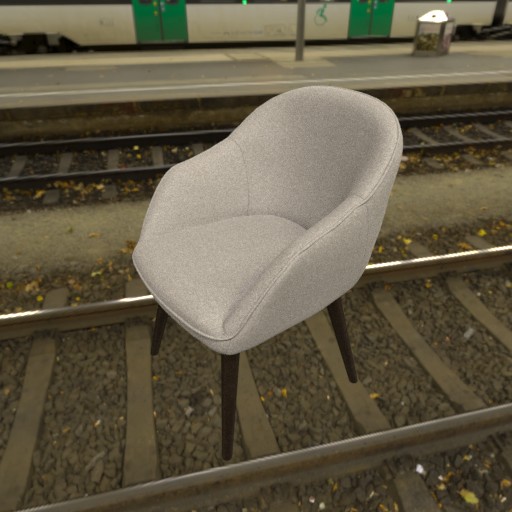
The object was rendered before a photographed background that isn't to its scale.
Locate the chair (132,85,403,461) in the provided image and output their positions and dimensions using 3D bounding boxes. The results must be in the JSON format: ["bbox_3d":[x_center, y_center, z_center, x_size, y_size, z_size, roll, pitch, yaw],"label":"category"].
[{"bbox_3d":[0.000,0.000,1.221,0.611,0.810,0.589,-20,36,-29],"label":"chair"}]
